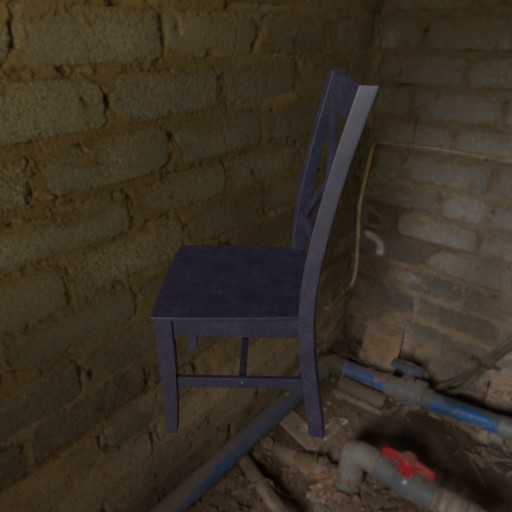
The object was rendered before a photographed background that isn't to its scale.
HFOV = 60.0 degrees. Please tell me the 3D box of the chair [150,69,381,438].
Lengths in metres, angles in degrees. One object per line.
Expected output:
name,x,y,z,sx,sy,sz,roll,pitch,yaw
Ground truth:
chair,0.000,0.000,1.300,0.542,0.983,0.485,1,26,1
